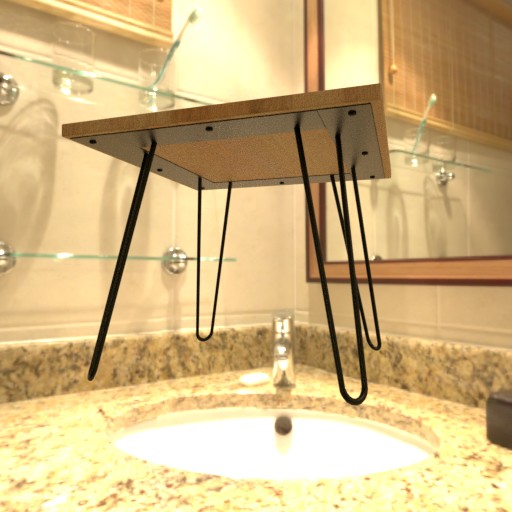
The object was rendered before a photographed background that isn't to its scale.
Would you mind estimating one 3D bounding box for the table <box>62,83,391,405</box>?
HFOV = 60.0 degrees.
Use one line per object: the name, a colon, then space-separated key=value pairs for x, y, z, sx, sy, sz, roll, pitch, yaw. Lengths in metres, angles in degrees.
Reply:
table: x=0.000 y=0.000 z=1.042 sx=0.599 sy=0.500 sz=0.599 roll=-1 pitch=-2 yaw=18
